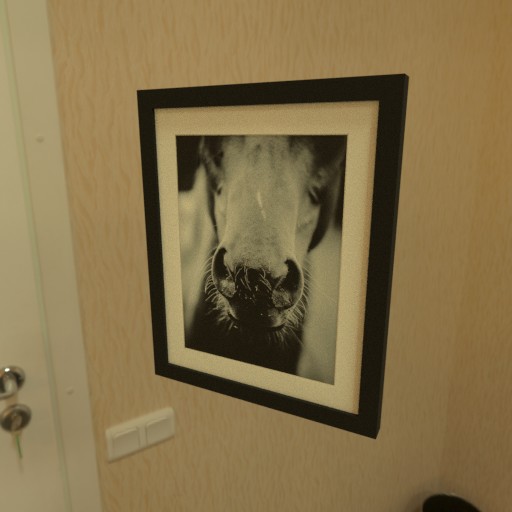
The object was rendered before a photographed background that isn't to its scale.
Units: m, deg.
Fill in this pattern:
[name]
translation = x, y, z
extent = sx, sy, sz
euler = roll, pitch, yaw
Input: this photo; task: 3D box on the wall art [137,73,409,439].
[wall art]
translation = 0.000, 0.000, 0.768
extent = 0.457, 0.559, 0.033
euler = 7, 17, 26
